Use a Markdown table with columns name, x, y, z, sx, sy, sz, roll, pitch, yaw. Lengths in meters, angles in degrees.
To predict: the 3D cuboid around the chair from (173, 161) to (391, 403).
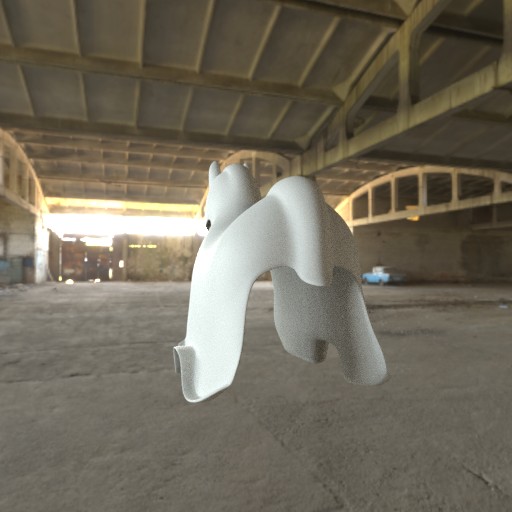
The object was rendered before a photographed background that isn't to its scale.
| name | x | y | z | sx | sy | sz | roll | pitch | yaw |
| --- | --- | --- | --- | --- | --- | --- | --- | --- | --- |
| chair | 0.000 | 0.000 | 1.164 | 0.429 | 0.612 | 0.800 | 0 | -1 | -18 |
